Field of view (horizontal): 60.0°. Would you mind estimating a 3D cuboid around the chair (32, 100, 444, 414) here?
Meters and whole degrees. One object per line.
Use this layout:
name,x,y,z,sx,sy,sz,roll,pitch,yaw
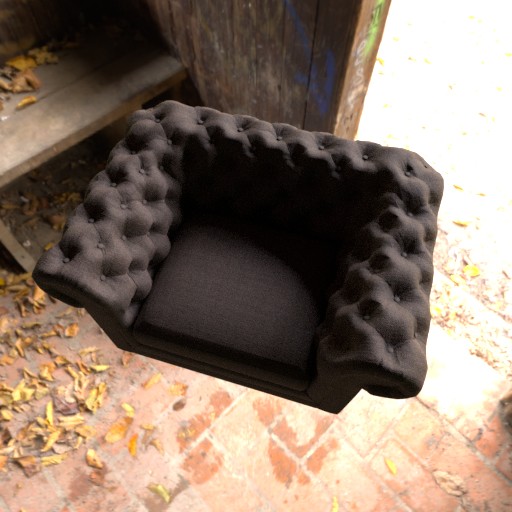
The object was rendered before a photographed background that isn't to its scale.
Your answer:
chair,0.000,0.000,1.832,1.298,0.780,0.945,14,60,9
